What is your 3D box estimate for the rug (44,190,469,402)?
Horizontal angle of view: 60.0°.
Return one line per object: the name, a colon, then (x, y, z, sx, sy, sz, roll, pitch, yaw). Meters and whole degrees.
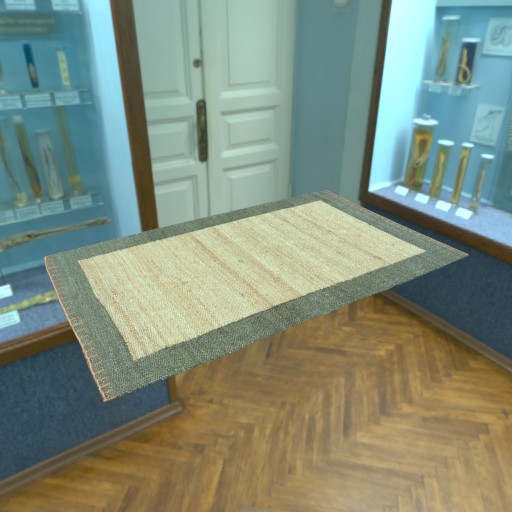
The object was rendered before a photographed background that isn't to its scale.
rug: (0.000, 0.000, 2.947, 2.435, 0.006, 1.521, -16, 32, -28)
